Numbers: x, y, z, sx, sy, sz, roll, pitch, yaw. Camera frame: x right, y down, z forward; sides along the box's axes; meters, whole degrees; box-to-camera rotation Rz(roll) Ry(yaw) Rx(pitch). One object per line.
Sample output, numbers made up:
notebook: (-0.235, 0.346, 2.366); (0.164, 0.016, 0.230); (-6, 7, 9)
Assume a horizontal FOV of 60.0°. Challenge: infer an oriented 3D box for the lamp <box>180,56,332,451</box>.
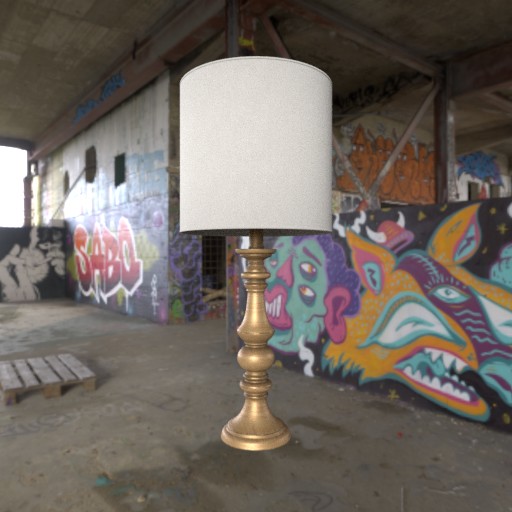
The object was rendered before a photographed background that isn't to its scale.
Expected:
lamp: (0.000, 0.000, 0.737); (0.250, 0.597, 0.250); (0, 0, -18)
